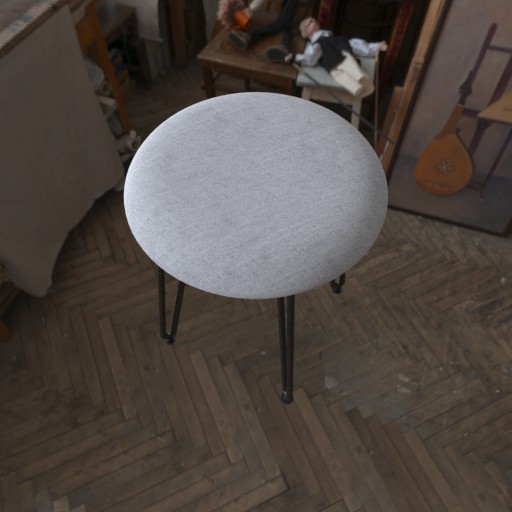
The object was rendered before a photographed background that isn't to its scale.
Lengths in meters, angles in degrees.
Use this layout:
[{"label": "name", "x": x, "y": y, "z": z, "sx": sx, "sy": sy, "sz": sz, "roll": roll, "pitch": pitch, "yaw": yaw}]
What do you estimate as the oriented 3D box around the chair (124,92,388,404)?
[{"label": "chair", "x": 0.000, "y": 0.000, "z": 0.659, "sx": 0.350, "sy": 0.386, "sz": 0.350, "roll": -16, "pitch": 58, "yaw": -10}]
